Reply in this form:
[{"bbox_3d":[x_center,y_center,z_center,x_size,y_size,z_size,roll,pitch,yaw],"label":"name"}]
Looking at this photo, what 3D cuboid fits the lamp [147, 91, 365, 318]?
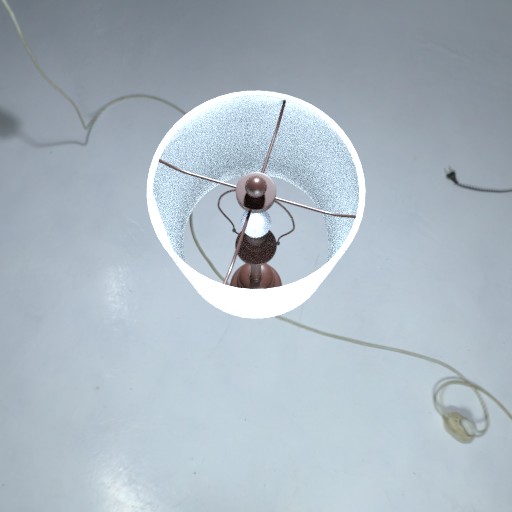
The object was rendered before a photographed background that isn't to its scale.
[{"bbox_3d":[0.000,0.000,0.837,0.254,0.690,0.254,17,77,4],"label":"lamp"}]
